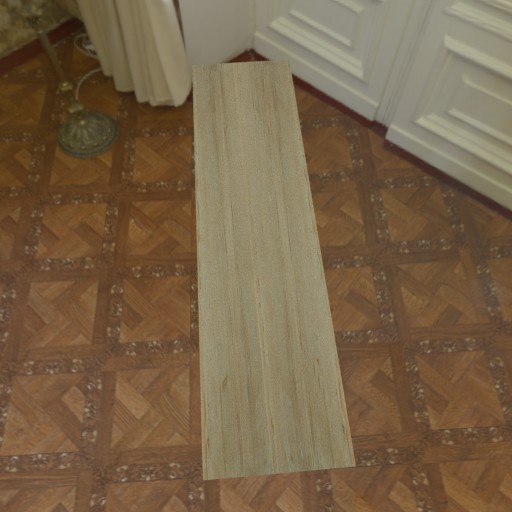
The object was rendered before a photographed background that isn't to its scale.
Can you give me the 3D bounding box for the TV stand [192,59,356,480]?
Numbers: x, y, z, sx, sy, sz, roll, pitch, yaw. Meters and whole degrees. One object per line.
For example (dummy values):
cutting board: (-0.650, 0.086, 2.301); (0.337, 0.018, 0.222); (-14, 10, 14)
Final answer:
TV stand: (0.000, 0.000, 1.810); (0.420, 0.550, 1.600); (-4, 64, -2)
